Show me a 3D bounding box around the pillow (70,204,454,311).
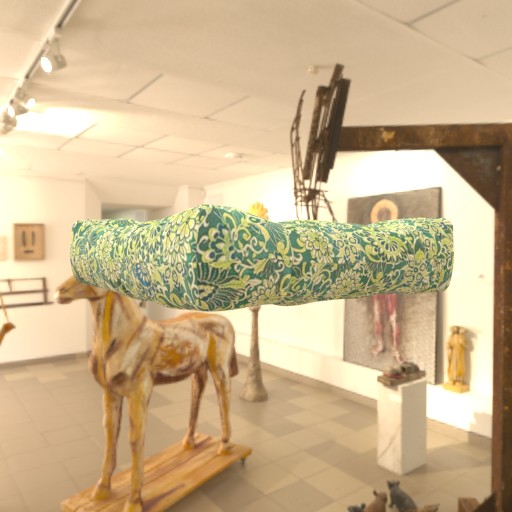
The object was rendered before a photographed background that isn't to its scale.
[{"bbox_3d":[0.000,0.000,0.747,0.490,0.128,0.468,-1,2,-38],"label":"pillow"}]
